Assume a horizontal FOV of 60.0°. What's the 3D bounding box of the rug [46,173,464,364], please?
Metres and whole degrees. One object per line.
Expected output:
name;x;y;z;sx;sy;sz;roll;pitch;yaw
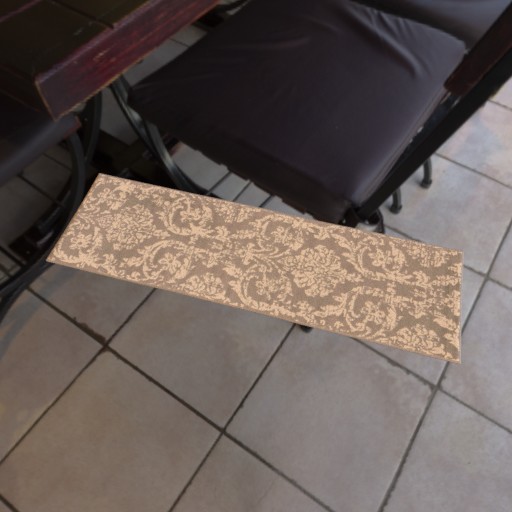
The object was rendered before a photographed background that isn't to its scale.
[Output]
rug;0.000;0.000;2.429;2.196;0.011;0.662;13;59;8
